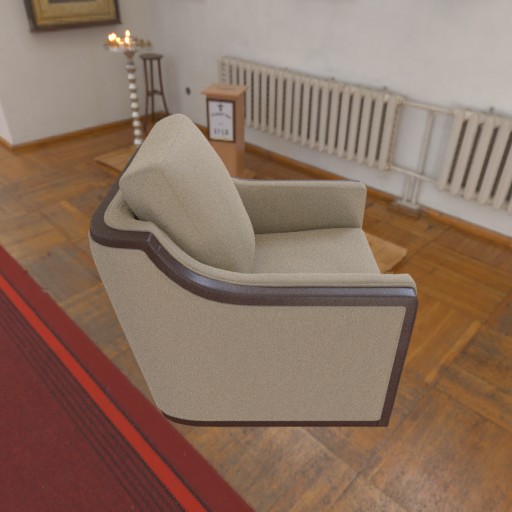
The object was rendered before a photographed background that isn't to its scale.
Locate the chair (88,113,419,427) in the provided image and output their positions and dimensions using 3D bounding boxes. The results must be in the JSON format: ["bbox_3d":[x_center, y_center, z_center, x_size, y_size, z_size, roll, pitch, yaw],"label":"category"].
[{"bbox_3d":[0.000,0.000,1.667,0.950,0.930,0.870,0,33,0],"label":"chair"}]
